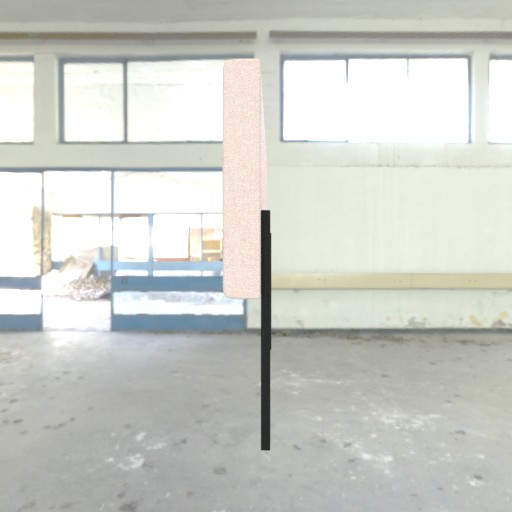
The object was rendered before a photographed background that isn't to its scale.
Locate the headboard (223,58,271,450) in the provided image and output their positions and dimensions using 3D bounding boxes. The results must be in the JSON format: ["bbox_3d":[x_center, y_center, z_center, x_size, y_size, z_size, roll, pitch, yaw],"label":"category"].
[{"bbox_3d":[0.000,0.000,2.724,0.184,1.524,2.051,0,0,2],"label":"headboard"}]
